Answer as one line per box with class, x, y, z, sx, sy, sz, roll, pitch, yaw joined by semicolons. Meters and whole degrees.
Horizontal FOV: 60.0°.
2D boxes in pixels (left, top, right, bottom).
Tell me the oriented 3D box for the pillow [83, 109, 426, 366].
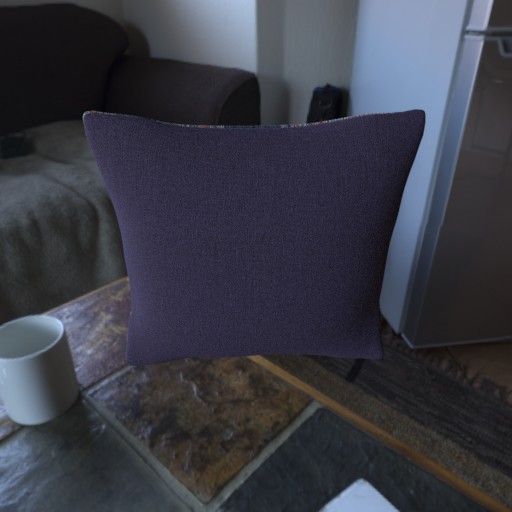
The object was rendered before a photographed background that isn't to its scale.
pillow;0.000;0.000;0.654;0.437;0.419;0.136;-1;30;-2
